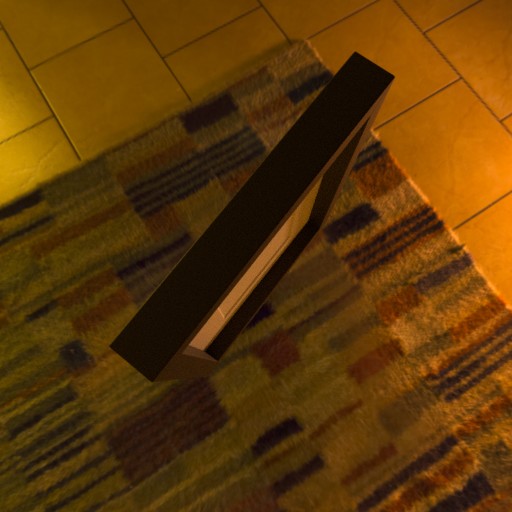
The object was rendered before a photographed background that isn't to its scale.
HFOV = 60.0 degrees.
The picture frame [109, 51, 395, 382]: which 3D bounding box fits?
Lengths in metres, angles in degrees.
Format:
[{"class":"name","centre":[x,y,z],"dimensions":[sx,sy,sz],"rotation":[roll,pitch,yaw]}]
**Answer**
[{"class":"picture frame","centre":[0.000,0.000,0.395],"dimensions":[0.042,0.284,0.232],"rotation":[37,78,9]}]
